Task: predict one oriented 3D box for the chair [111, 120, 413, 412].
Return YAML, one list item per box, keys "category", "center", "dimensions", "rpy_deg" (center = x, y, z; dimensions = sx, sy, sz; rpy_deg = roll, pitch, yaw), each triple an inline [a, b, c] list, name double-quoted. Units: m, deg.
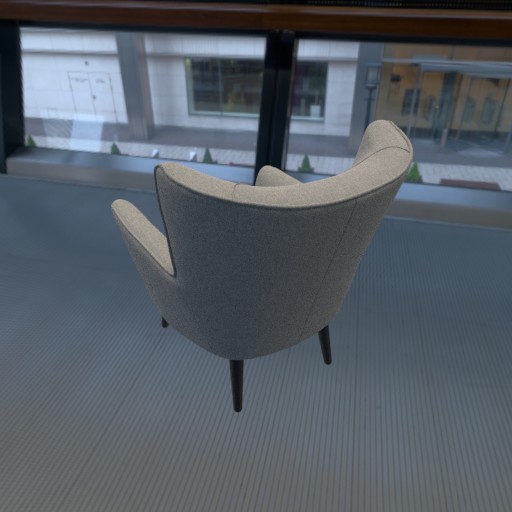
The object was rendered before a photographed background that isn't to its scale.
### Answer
- category: "chair"
  center: [0.000, 0.000, 1.584]
  dimensions: [0.781, 0.933, 0.888]
  rpy_deg: [-19, 36, -28]
